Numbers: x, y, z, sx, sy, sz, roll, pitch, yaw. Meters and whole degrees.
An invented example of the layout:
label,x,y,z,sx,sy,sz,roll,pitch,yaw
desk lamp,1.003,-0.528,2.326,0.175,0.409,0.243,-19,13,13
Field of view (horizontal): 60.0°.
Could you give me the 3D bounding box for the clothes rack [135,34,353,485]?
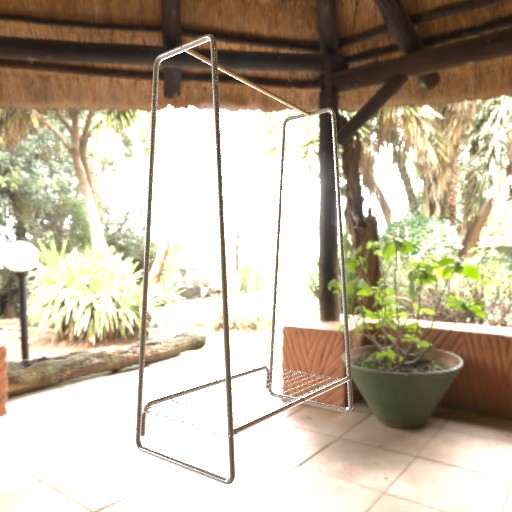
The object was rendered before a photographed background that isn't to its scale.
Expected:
label,x,y,z,sx,sy,sz,roll,pitch,yaw
clothes rack,0.000,0.000,1.928,0.495,1.500,0.900,-1,-2,37
